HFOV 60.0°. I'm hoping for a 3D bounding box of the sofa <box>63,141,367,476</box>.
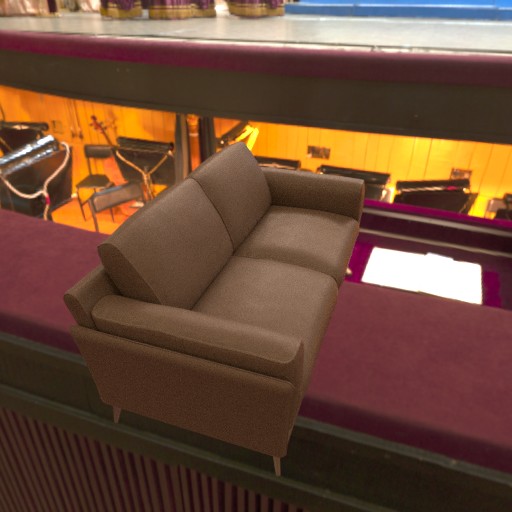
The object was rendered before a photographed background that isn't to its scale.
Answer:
[{"bbox_3d":[0.000,0.000,2.671,1.049,0.930,2.101,10,33,17],"label":"sofa"}]
